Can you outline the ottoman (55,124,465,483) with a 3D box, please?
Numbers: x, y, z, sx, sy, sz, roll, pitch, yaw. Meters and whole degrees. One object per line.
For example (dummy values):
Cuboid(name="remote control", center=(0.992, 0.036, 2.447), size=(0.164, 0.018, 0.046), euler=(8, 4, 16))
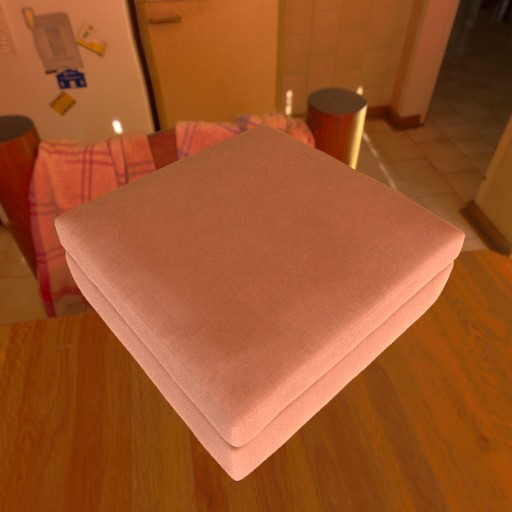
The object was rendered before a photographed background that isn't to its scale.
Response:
Cuboid(name="ottoman", center=(0.000, 0.000, 1.822), size=(1.203, 0.517, 1.171), euler=(-32, 53, -28))
